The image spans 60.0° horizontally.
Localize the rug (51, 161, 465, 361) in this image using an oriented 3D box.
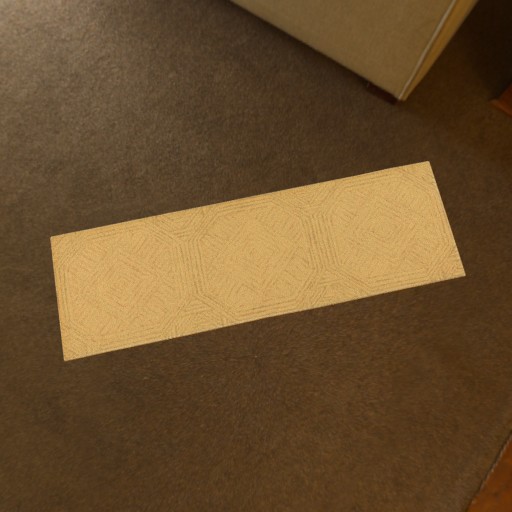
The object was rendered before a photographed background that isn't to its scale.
[{"bbox_3d":[0.000,0.000,2.731,2.452,0.012,0.775,-12,77,-3],"label":"rug"}]
